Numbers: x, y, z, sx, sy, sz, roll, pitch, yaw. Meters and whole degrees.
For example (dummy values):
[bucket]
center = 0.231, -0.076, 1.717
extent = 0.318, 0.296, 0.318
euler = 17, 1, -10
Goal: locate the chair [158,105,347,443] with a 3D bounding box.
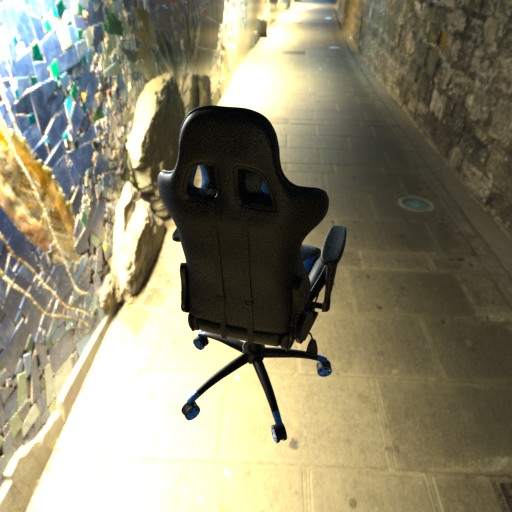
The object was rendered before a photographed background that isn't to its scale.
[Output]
[chair]
center = 0.000, 0.000, 1.759
extent = 0.695, 1.282, 0.730
euler = 9, 33, 14
